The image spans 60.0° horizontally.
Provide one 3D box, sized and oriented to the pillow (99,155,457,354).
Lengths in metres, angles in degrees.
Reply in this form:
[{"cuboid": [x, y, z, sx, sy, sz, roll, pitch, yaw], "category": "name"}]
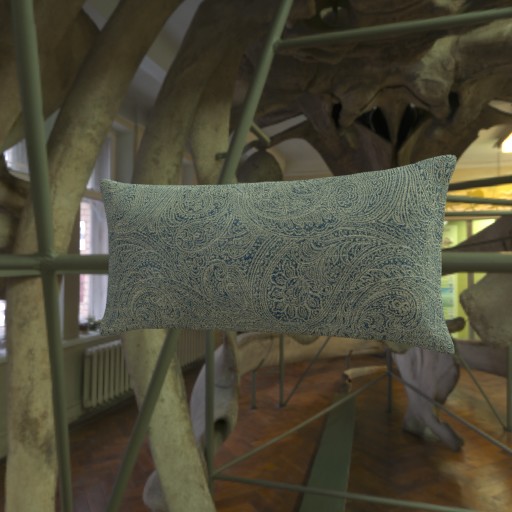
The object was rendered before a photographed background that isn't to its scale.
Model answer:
[{"cuboid": [0.000, 0.000, 0.739, 0.615, 0.295, 0.151, 0, -1, 17], "category": "pillow"}]
